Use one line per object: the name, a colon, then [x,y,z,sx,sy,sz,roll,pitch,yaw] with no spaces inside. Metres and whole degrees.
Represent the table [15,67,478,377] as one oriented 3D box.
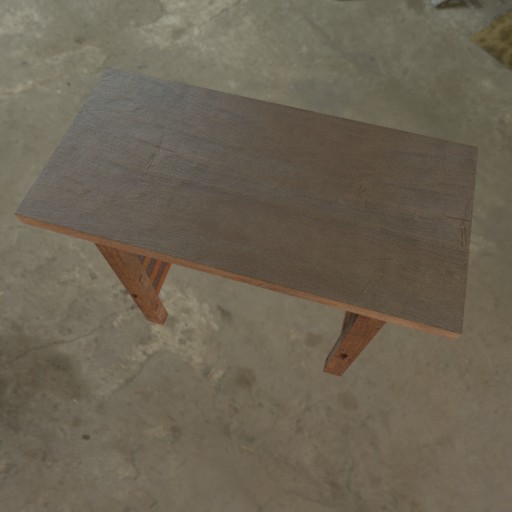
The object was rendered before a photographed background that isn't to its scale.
table: [0.000,0.000,1.584,1.119,0.914,0.556,15,64,7]
